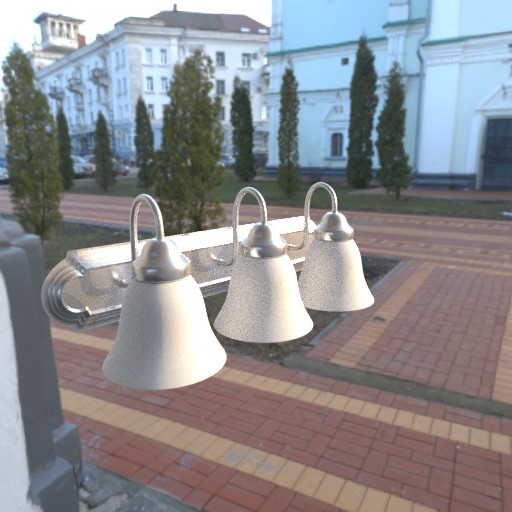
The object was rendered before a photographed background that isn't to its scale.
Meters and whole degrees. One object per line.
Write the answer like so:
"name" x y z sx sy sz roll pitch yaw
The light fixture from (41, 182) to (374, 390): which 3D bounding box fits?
"light fixture" 0.000 0.000 0.726 0.199 0.222 0.610 12 18 43
